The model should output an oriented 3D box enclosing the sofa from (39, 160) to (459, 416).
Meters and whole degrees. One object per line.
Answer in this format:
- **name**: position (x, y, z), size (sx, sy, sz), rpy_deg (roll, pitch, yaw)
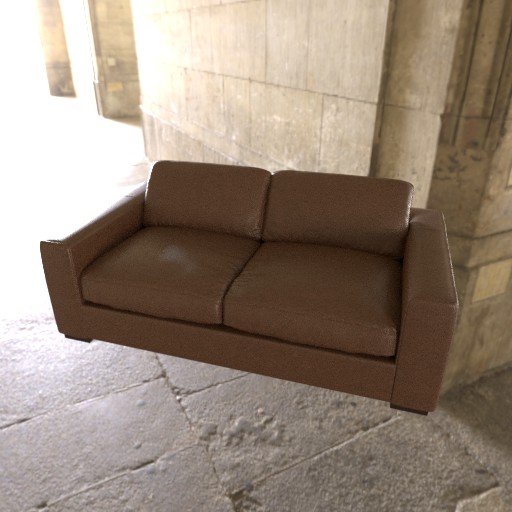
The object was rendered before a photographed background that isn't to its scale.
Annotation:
- **sofa**: position (0.000, 0.000, 2.400), size (1.920, 0.800, 1.070), rpy_deg (8, 28, 15)
